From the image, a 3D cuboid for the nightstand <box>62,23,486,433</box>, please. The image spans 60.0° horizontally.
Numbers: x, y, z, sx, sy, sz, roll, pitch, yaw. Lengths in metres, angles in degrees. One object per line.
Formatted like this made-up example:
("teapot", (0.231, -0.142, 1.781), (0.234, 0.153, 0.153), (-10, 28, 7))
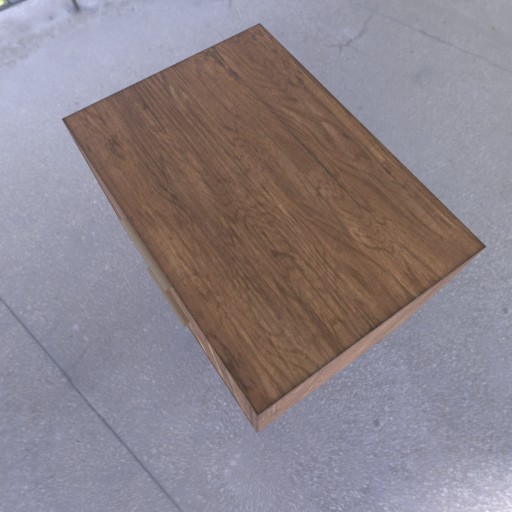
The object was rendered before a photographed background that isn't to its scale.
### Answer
("nightstand", (0.000, 0.000, 1.013), (0.446, 0.610, 0.610), (-32, 69, -14))
